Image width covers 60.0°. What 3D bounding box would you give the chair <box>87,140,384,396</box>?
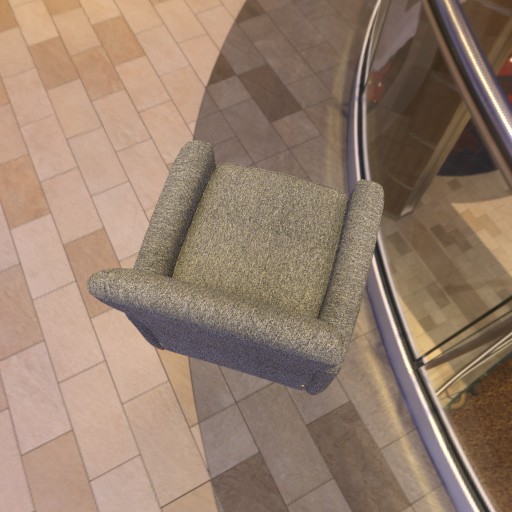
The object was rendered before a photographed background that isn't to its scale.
[{"bbox_3d":[0.000,0.000,1.684,0.848,1.014,0.864,15,65,7],"label":"chair"}]
